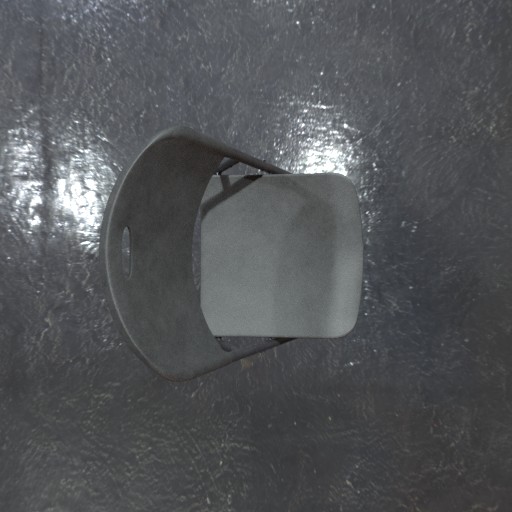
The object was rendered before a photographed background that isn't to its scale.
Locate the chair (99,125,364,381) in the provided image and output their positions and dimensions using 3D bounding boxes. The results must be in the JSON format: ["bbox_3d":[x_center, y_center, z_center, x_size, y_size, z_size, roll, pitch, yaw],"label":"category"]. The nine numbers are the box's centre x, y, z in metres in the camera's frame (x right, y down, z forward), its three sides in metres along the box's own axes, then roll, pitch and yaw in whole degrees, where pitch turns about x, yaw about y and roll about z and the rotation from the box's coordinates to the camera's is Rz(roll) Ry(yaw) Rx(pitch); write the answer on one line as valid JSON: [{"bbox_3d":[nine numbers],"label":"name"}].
[{"bbox_3d":[0.000,0.000,1.180,0.566,0.810,0.494,0,89,-1],"label":"chair"}]
